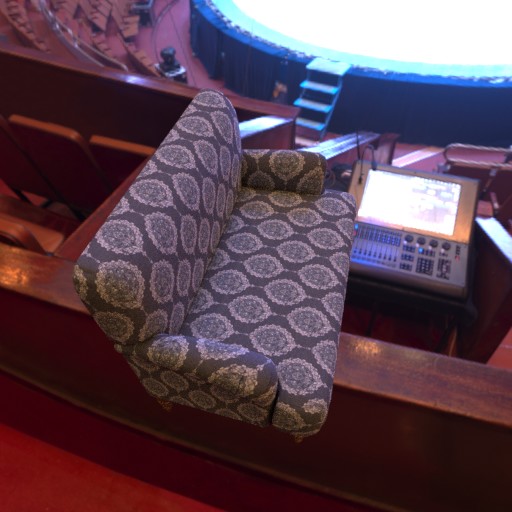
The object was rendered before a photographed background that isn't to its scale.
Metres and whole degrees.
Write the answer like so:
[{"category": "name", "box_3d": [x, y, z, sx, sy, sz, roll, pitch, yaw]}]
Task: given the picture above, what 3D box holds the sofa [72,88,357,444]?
[{"category": "sofa", "box_3d": [0.000, 0.000, 1.843, 0.779, 0.867, 1.297, 10, 47, 10]}]
